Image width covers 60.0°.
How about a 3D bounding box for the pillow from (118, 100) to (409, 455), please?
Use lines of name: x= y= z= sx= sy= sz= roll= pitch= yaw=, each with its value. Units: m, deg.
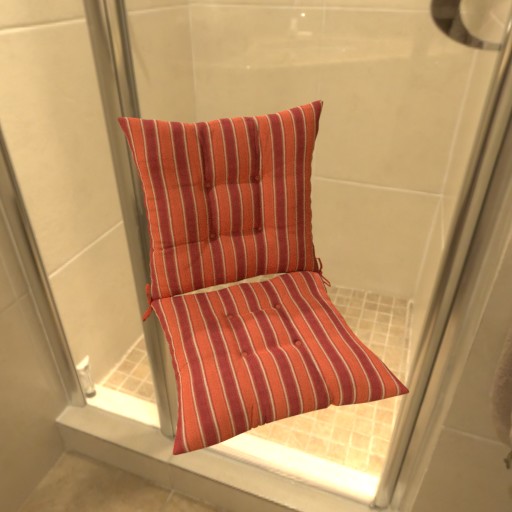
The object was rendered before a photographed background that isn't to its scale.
pillow: x=0.000 y=0.000 z=0.998 sx=0.541 sy=0.536 sz=0.585 roll=-9 pitch=34 yaw=-14
